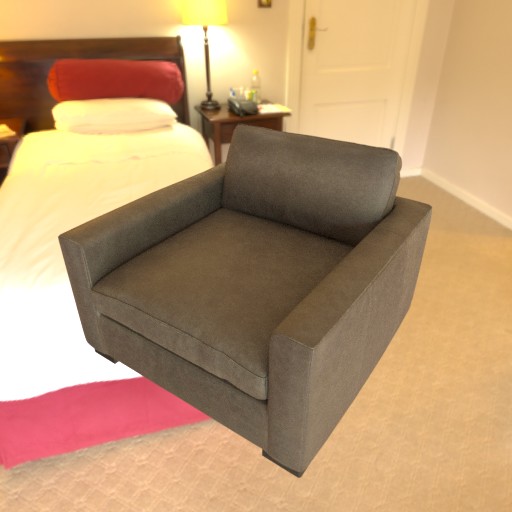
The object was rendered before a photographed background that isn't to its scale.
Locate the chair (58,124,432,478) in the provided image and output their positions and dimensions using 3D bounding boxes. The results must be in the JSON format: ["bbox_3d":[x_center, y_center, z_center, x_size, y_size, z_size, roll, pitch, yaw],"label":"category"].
[{"bbox_3d":[0.000,0.000,1.801,1.106,0.807,1.080,20,36,29],"label":"chair"}]
